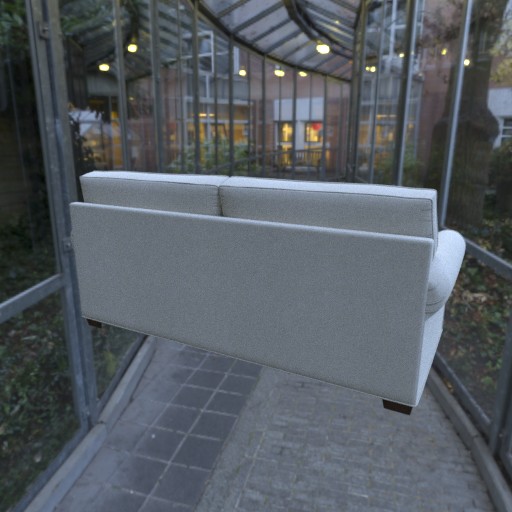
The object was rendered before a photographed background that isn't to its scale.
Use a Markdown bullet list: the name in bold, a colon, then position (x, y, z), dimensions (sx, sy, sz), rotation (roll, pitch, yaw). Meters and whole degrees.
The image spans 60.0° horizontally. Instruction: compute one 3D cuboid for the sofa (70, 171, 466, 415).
- **sofa**: position (0.000, 0.000, 2.569), dimensions (2.146, 0.962, 0.901), rotation (8, 17, 27)
